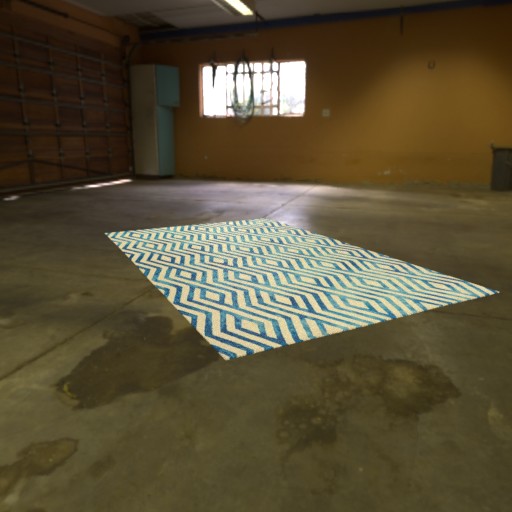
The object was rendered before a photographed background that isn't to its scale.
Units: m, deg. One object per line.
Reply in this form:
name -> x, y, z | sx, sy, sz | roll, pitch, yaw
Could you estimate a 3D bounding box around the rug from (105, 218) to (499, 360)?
rug -> 0.000, 0.000, 2.955 | 1.531, 0.008, 2.439 | -8, 17, -27
